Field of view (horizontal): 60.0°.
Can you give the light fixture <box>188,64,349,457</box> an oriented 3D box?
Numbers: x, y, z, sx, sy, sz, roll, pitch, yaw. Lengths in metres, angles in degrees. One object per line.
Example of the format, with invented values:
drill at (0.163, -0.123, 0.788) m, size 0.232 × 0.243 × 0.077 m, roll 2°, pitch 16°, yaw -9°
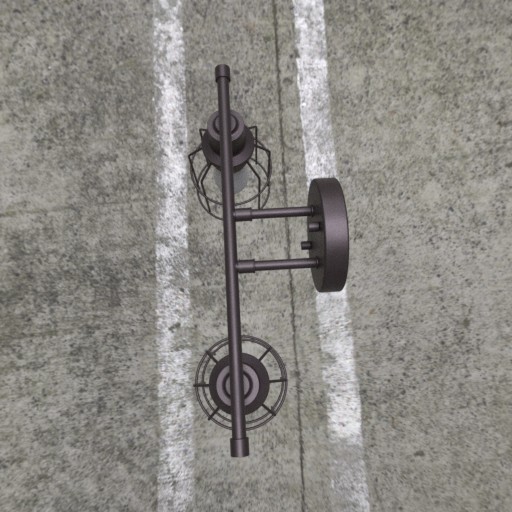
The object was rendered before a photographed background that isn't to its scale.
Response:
light fixture at (0.000, 0.000, 0.519) m, size 0.165 × 0.254 × 0.406 m, roll -3°, pitch 76°, yaw -1°
